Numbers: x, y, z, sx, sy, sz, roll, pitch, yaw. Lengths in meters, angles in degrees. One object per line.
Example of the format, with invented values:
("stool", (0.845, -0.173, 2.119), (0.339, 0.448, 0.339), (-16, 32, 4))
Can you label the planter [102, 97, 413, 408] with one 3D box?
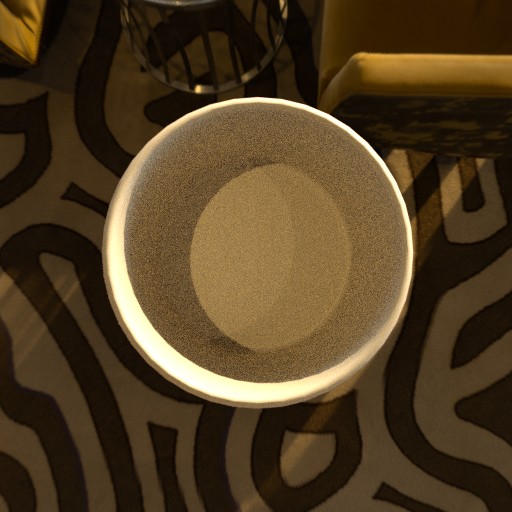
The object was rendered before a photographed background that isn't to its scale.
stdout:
("planter", (0.000, 0.000, 0.550), (0.269, 0.379, 0.269), (0, 89, 0))
